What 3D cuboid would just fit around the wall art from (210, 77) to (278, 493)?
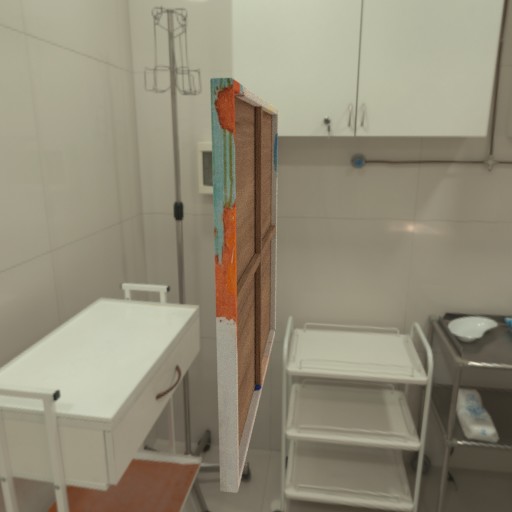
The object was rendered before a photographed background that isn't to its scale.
[{"bbox_3d":[0.000,0.000,1.215,0.037,0.814,0.814,2,15,8],"label":"wall art"}]
